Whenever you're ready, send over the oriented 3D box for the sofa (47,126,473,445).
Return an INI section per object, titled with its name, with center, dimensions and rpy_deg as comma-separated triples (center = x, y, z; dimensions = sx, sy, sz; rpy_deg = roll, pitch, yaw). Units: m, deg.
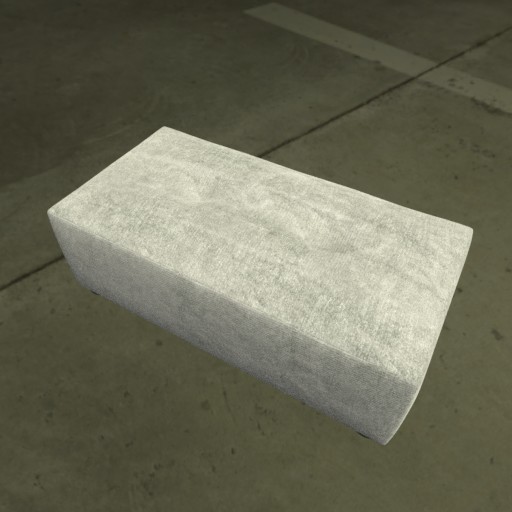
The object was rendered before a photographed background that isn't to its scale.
[sofa]
center = 0.000, 0.000, 1.139
dimensions = 0.930, 0.330, 0.480
rpy_deg = 23, 51, 20
